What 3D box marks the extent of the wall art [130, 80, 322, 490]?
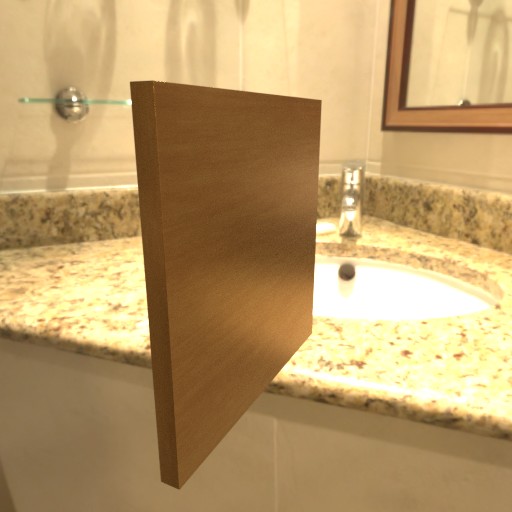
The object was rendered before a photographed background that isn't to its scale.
[{"bbox_3d":[0.000,0.000,0.439,0.019,0.302,0.302,9,19,26],"label":"wall art"}]
